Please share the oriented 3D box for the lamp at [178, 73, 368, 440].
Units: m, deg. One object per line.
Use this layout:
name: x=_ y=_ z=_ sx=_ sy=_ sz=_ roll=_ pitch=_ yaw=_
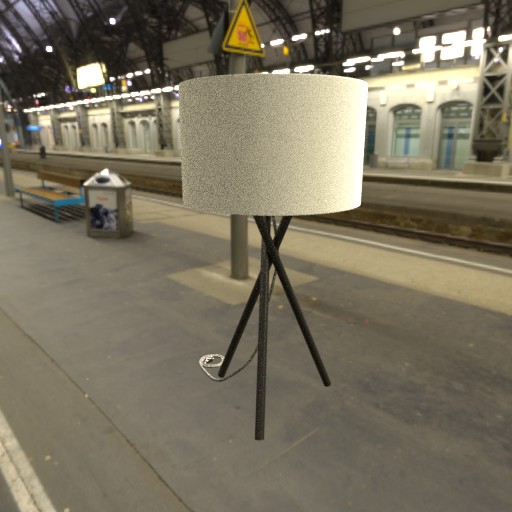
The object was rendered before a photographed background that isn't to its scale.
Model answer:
lamp: x=0.000 y=0.000 z=0.944 sx=0.422 sy=0.674 sz=0.353 roll=7 pitch=16 yaw=26
